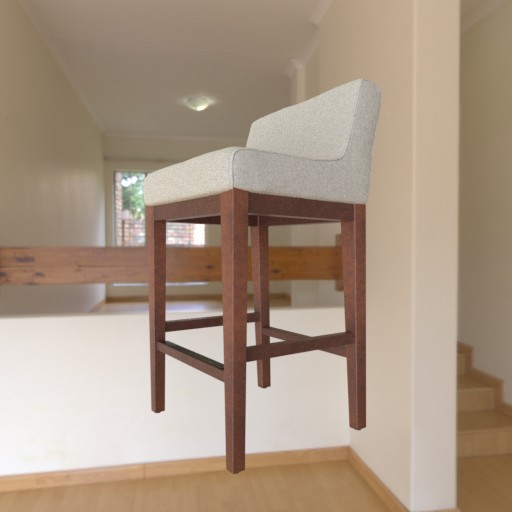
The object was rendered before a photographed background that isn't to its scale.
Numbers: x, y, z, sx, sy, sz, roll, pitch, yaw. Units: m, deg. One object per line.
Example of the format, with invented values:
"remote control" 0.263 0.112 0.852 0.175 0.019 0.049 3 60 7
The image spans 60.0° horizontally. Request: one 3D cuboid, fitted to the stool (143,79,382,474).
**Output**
"stool" 0.000 0.000 1.263 0.500 0.937 0.511 -1 2 -35
